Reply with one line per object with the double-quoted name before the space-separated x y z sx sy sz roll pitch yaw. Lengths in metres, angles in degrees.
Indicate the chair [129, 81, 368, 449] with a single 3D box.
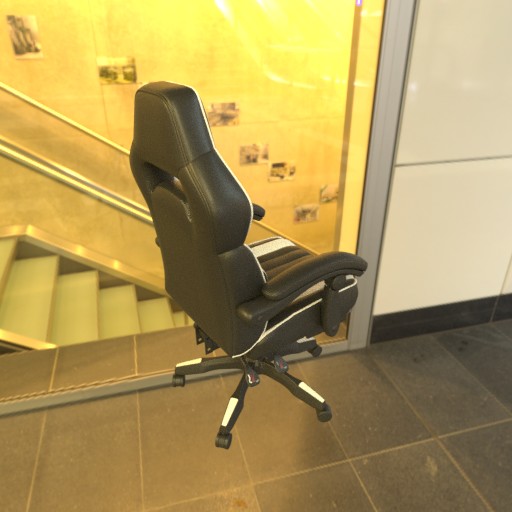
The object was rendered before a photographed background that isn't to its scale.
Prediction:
"chair" 0.000 0.000 1.596 0.700 1.200 0.676 -18 32 -31
